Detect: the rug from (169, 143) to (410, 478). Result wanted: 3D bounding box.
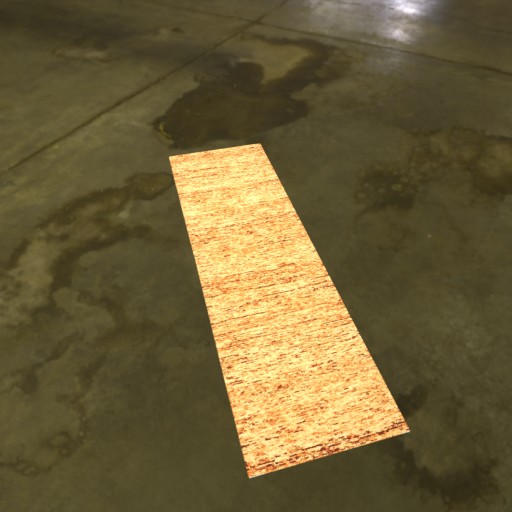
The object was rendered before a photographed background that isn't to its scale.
[{"bbox_3d":[0.000,0.000,2.479,0.680,0.014,2.237,-11,47,-11],"label":"rug"}]
